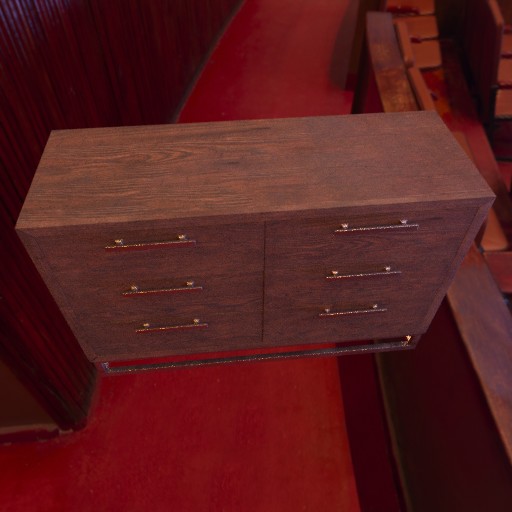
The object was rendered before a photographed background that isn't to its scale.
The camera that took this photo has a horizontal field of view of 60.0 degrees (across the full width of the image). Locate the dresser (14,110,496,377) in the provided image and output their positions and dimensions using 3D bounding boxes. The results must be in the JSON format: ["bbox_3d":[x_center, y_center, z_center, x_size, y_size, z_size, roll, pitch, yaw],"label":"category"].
[{"bbox_3d":[0.000,0.000,2.085,1.646,1.061,0.623,-4,48,-4],"label":"dresser"}]
